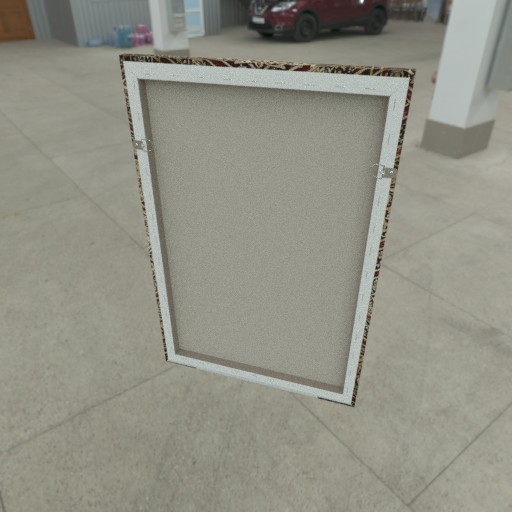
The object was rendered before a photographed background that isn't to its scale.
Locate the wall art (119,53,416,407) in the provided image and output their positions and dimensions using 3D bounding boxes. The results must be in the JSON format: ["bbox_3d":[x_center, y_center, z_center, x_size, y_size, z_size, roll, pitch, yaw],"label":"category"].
[{"bbox_3d":[0.000,0.000,1.112,0.599,0.904,0.030,10,34,15],"label":"wall art"}]
